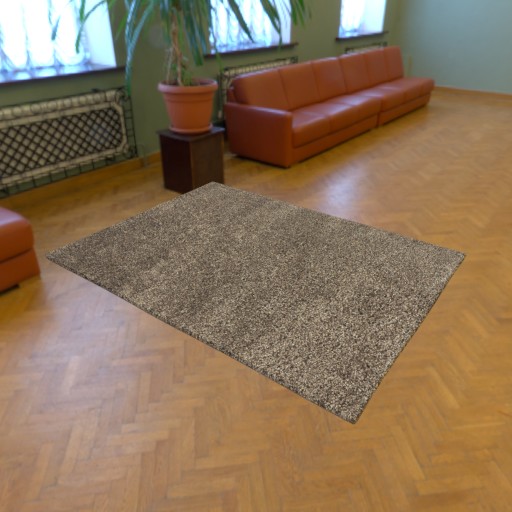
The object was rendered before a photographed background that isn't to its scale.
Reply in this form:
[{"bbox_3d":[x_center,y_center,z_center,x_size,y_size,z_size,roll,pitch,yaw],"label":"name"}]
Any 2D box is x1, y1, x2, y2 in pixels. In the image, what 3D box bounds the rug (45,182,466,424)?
[{"bbox_3d":[0.000,0.000,2.101,1.601,0.025,1.198,20,36,31],"label":"rug"}]
